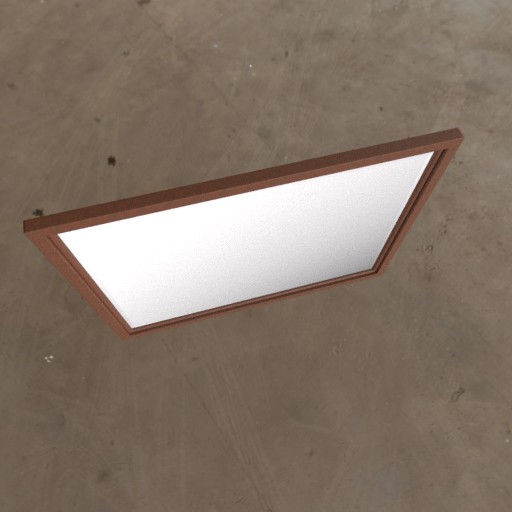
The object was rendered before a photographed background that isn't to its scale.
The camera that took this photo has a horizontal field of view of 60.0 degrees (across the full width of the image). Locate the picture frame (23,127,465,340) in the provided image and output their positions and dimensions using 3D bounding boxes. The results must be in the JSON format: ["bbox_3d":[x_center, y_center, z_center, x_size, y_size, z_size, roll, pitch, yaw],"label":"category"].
[{"bbox_3d":[0.000,0.000,1.753,1.329,1.018,0.045,-13,63,-7],"label":"picture frame"}]
